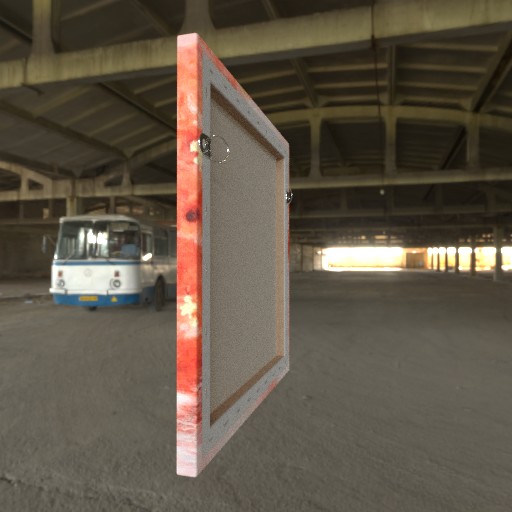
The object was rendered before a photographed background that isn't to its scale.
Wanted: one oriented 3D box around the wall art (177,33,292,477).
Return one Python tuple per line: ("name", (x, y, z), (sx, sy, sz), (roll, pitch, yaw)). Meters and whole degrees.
("wall art", (0.000, 0.000, 1.100), (0.064, 0.746, 0.747), (0, -1, 16))
